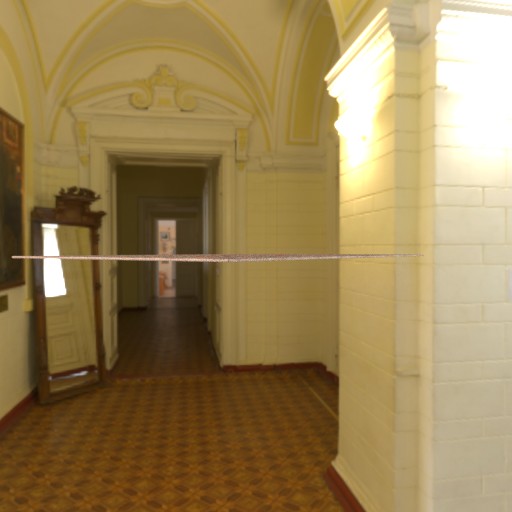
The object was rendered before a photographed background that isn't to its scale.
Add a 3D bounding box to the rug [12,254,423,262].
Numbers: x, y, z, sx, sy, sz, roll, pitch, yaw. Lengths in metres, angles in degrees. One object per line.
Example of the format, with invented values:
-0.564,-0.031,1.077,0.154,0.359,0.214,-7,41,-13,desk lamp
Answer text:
0.000,0.000,2.959,1.533,0.011,2.439,0,1,36,rug
